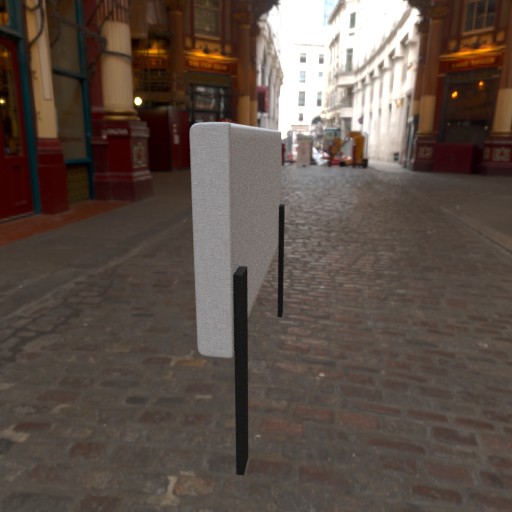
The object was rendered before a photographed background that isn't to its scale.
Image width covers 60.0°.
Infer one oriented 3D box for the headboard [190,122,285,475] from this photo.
[{"bbox_3d":[0.000,0.000,2.750,0.184,1.524,2.051,2,15,8],"label":"headboard"}]
